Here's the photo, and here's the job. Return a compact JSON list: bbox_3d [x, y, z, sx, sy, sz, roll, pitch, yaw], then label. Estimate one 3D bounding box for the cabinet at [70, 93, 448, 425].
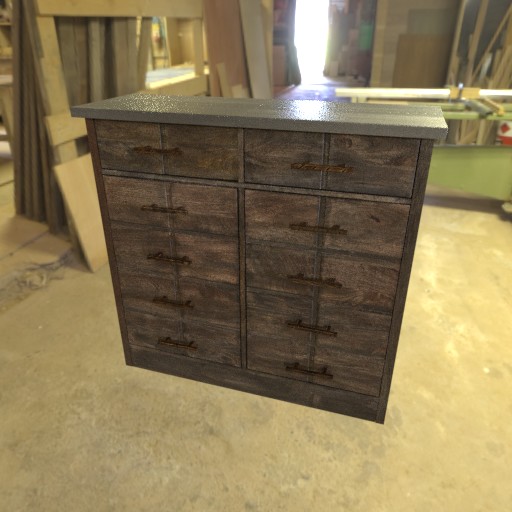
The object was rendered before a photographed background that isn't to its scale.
[{"bbox_3d":[0.000,0.000,1.426,0.968,0.919,0.338,8,28,16],"label":"cabinet"}]
